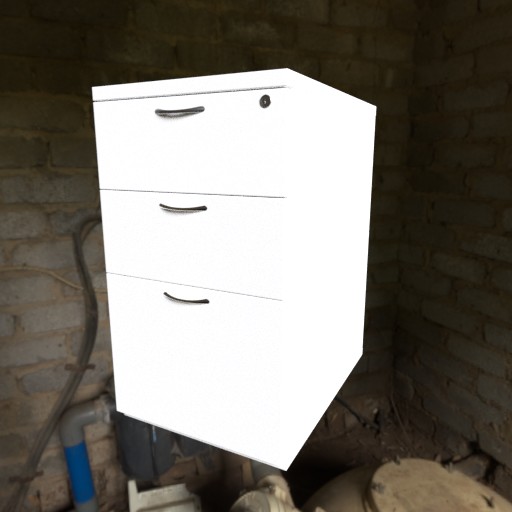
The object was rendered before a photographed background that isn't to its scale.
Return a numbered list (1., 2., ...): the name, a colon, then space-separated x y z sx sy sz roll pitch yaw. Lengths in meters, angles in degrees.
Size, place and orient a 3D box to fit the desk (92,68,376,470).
1. desk: 0.000 0.000 1.080 0.404 0.730 0.600 6 14 27
